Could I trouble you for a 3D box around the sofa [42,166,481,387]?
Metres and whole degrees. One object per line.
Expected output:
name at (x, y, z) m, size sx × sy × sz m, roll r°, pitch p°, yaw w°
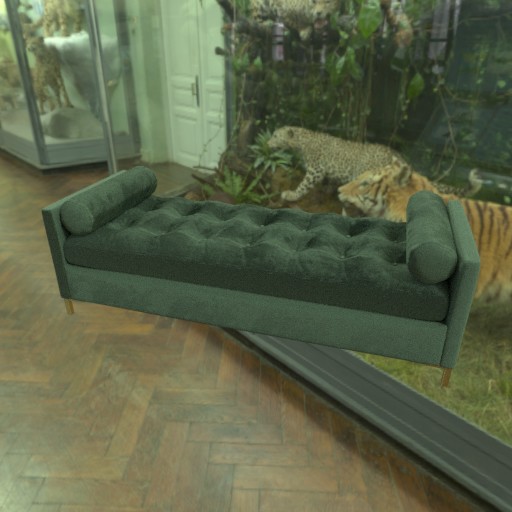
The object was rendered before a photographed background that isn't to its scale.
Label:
sofa at (0.000, 0.000, 2.455) m, size 2.102 × 0.705 × 0.796 m, roll 8°, pitch 28°, yaw 15°
